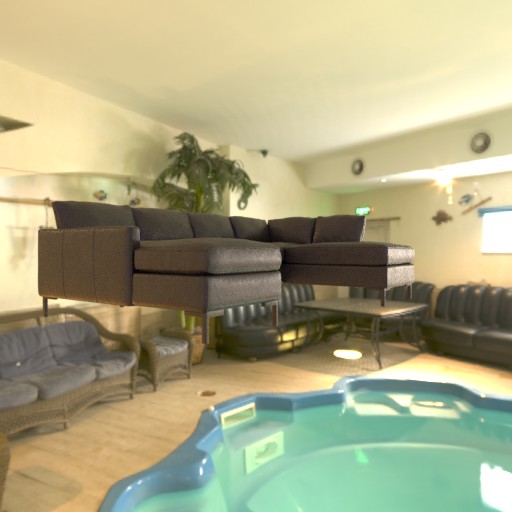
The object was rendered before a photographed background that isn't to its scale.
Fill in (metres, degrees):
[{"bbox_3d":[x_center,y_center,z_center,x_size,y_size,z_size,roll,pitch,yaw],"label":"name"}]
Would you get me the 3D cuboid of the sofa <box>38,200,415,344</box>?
[{"bbox_3d":[0.000,0.000,3.941,1.939,0.900,2.956,1,1,36],"label":"sofa"}]
